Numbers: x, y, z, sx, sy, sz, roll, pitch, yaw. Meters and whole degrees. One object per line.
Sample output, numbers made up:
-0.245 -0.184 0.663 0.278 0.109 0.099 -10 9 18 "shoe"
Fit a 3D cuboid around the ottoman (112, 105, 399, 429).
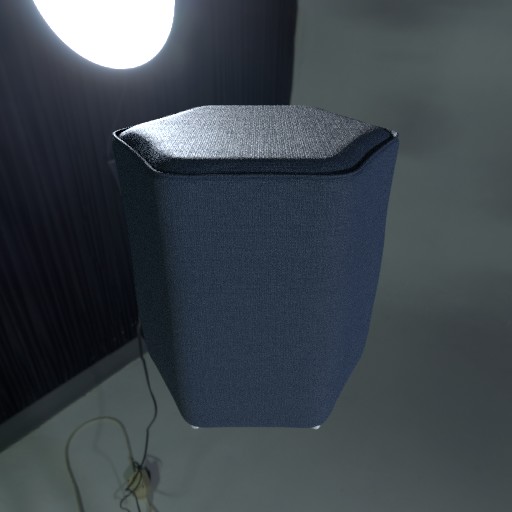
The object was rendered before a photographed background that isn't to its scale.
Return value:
0.000 0.000 0.874 0.454 0.505 0.492 19 35 29 "ottoman"
